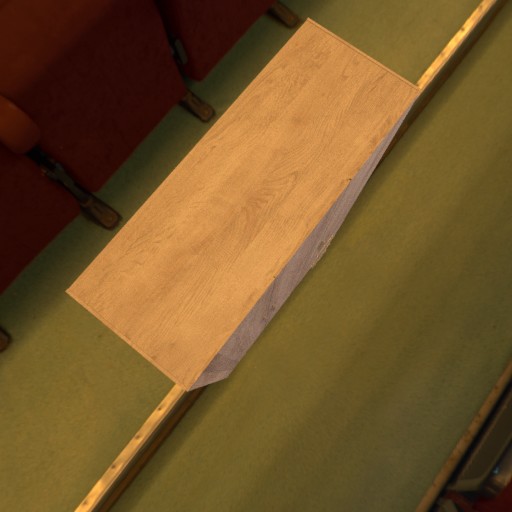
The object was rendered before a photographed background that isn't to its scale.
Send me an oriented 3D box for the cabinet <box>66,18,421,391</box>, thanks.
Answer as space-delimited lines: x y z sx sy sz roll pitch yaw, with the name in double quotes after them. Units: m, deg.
0.000 0.000 2.398 0.510 1.910 1.290 37 79 9 "cabinet"
